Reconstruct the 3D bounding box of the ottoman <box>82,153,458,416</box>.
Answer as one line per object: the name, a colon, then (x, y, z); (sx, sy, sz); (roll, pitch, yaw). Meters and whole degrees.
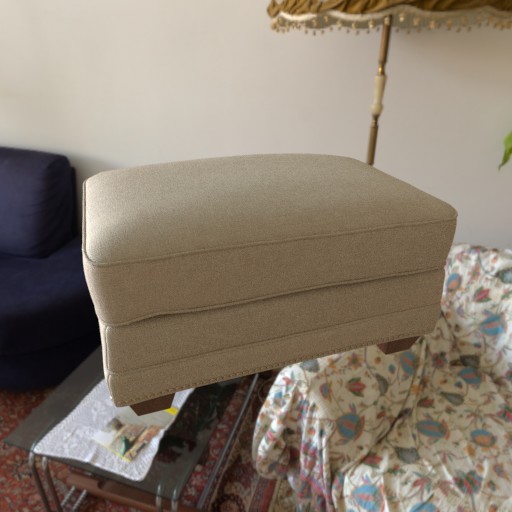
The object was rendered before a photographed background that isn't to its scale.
ottoman: (0.000, 0.000, 1.161); (0.813, 0.458, 0.559); (-9, 28, -17)
